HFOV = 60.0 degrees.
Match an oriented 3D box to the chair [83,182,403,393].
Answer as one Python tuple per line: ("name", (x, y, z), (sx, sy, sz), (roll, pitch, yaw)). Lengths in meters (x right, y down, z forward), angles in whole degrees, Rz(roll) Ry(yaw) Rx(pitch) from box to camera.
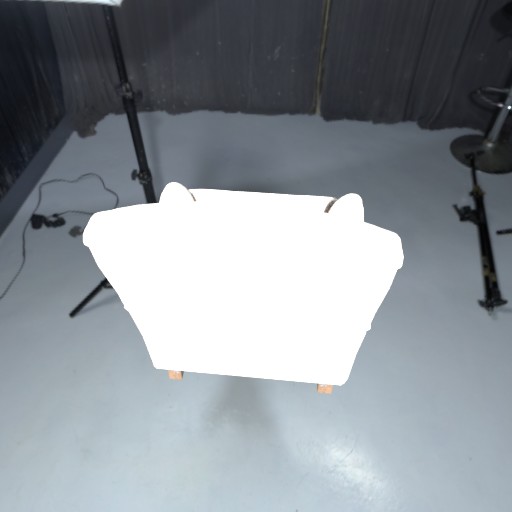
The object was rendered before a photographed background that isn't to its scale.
("chair", (0.000, 0.000, 1.853), (0.879, 1.119, 0.953), (4, 47, 4))
